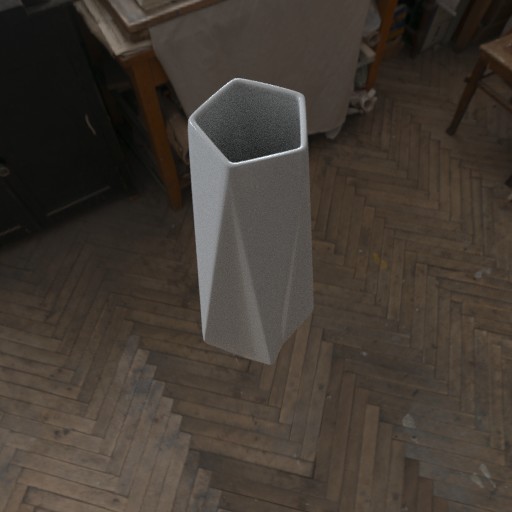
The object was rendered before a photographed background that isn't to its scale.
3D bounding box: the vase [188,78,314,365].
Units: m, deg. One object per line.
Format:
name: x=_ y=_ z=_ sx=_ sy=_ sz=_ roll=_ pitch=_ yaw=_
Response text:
vase: x=0.000 y=0.000 z=0.389 sx=0.122 sy=0.329 sz=0.116 roll=17 pitch=63 yaw=9
